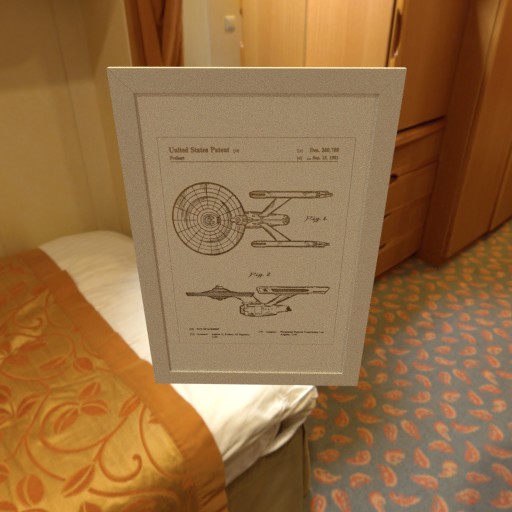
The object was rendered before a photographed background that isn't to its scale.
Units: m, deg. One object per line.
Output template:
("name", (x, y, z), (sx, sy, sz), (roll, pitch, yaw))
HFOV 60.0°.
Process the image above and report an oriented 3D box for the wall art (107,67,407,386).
("wall art", (0.000, 0.000, 0.837), (0.454, 0.659, 0.011), (0, 30, 1))
